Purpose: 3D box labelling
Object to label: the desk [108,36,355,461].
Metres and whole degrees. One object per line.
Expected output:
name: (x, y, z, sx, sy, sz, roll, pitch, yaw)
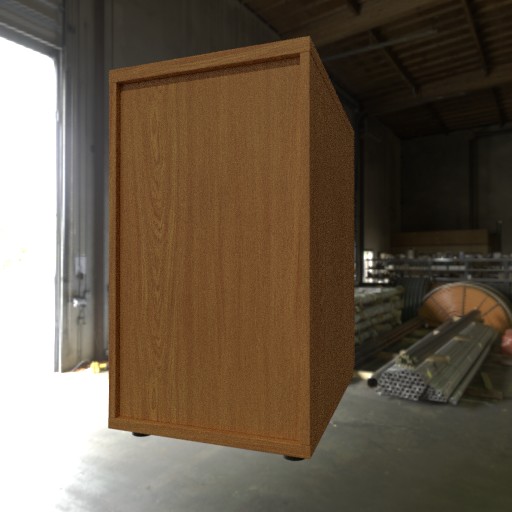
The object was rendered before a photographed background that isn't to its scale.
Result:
desk: (0.000, 0.000, 1.088, 0.404, 0.730, 0.600, 0, -1, 20)
